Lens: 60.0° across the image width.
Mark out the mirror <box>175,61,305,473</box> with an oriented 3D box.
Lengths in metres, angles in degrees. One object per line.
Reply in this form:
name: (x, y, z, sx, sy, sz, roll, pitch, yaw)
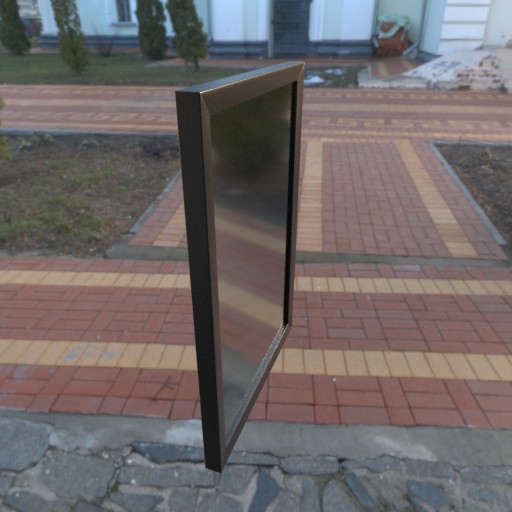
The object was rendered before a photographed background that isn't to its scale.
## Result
mirror: (0.000, 0.000, 0.923, 0.040, 0.710, 0.507, 10, 29, 18)
